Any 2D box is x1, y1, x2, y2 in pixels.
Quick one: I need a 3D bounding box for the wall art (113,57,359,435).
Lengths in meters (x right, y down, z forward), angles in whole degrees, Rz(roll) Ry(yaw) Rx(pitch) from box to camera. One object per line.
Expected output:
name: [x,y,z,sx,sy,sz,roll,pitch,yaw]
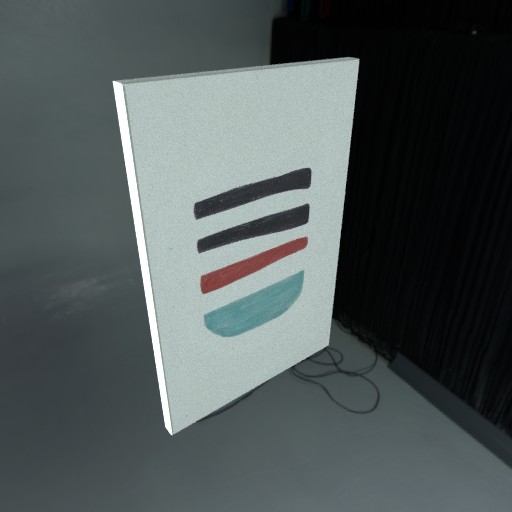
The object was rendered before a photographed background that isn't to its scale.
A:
wall art: [0.000,0.000,1.159,0.607,0.912,0.038,-21,36,-32]
